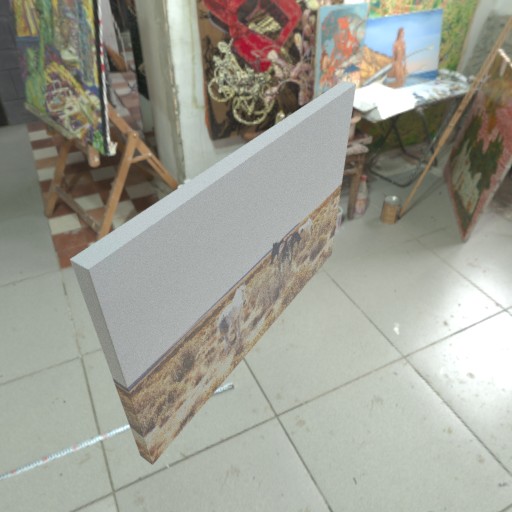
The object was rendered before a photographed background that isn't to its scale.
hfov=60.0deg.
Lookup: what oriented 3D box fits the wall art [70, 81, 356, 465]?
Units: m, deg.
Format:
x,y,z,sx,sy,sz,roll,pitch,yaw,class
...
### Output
x,y,z,sx,sy,sz,roll,pitch,yaw,class
0.000,0.000,1.403,0.051,0.761,1.138,24,46,25,wall art
